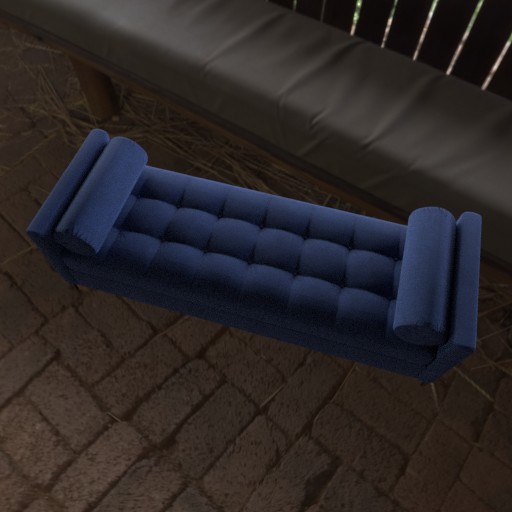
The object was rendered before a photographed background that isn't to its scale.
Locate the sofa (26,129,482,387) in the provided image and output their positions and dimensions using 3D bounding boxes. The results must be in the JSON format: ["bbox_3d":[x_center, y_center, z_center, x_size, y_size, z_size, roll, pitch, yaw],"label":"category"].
[{"bbox_3d":[0.000,0.000,2.278,1.981,0.635,0.686,14,61,8],"label":"sofa"}]
